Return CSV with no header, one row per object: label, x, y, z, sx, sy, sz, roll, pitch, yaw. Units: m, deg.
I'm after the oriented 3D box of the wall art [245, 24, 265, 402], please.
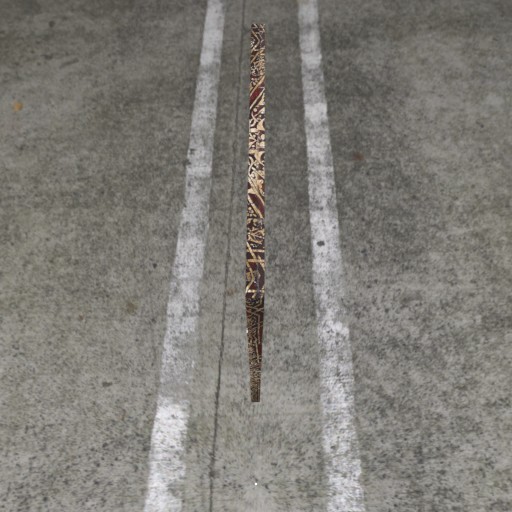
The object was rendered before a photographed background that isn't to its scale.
wall art,0.000,0.000,1.169,0.030,0.904,0.599,0,63,0
